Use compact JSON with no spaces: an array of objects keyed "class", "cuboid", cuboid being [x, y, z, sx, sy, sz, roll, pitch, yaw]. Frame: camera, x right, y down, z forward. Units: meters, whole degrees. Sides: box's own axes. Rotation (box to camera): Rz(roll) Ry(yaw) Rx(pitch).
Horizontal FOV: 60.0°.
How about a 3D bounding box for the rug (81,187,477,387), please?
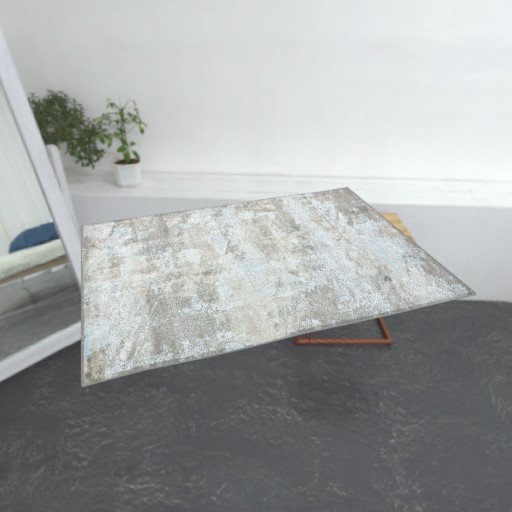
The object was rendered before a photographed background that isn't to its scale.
[{"class":"rug","cuboid":[0.000,0.000,4.412,3.307,0.013,2.393,-10,34,-15]}]
